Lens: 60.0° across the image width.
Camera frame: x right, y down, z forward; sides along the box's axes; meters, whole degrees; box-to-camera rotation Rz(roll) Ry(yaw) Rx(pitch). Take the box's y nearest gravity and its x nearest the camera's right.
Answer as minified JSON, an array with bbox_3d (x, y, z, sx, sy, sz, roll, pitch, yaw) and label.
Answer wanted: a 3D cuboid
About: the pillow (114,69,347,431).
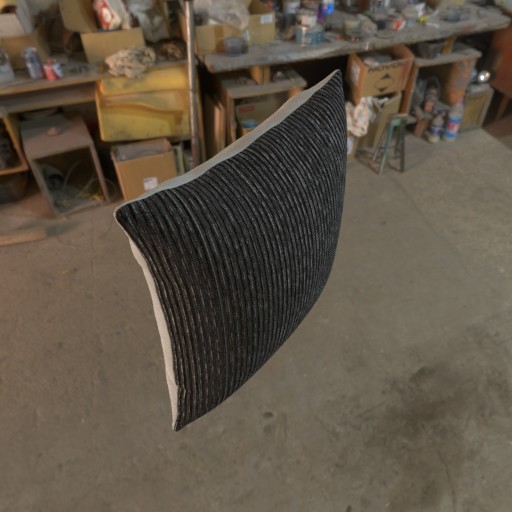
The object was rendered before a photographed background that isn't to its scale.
[{"bbox_3d":[0.000,0.000,0.675,0.196,0.434,0.433,26,49,25],"label":"pillow"}]
